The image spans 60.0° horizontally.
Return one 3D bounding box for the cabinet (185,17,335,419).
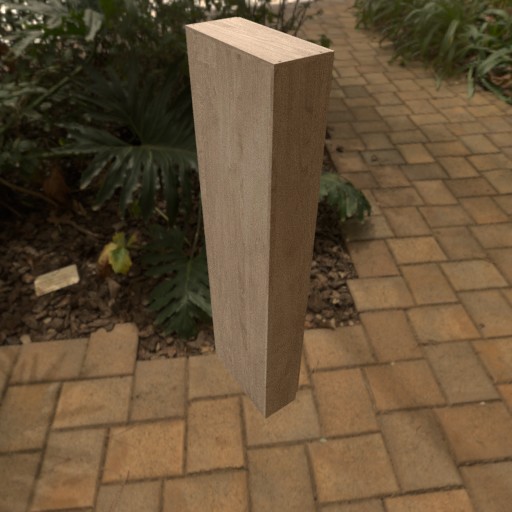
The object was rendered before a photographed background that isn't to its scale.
[{"bbox_3d":[0.000,0.000,1.957,0.230,1.790,0.500,-24,46,-26],"label":"cabinet"}]
